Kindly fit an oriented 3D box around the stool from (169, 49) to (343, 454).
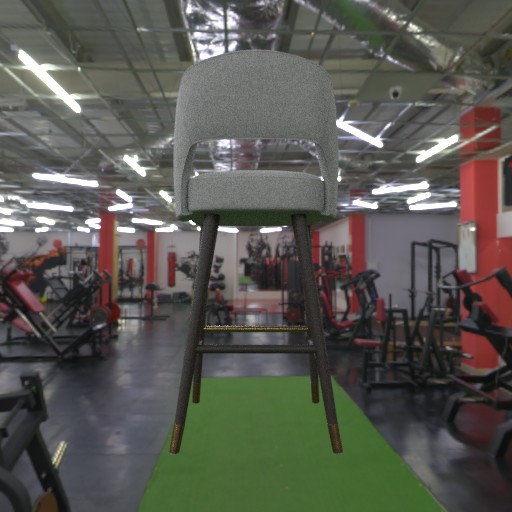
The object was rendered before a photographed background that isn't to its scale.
[{"bbox_3d":[0.000,0.000,1.358,0.494,1.037,0.509,0,-2,0],"label":"stool"}]
